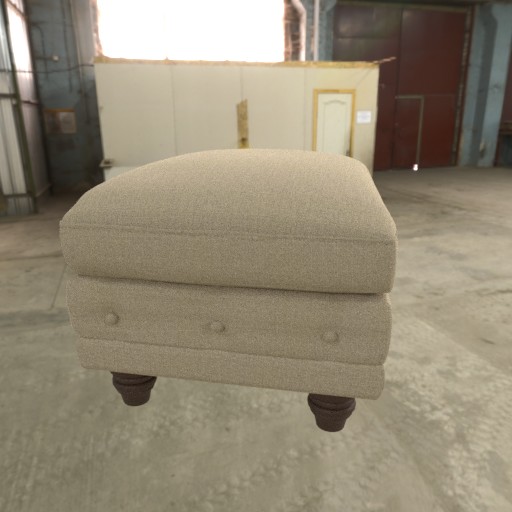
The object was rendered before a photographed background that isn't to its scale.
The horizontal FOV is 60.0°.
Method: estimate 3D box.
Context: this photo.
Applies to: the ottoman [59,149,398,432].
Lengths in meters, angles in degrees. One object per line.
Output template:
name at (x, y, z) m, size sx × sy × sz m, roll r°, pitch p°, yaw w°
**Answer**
ottoman at (0.000, 0.000, 1.008) m, size 0.541 × 0.463 × 0.684 m, roll 3°, pitch 18°, yaw 11°
